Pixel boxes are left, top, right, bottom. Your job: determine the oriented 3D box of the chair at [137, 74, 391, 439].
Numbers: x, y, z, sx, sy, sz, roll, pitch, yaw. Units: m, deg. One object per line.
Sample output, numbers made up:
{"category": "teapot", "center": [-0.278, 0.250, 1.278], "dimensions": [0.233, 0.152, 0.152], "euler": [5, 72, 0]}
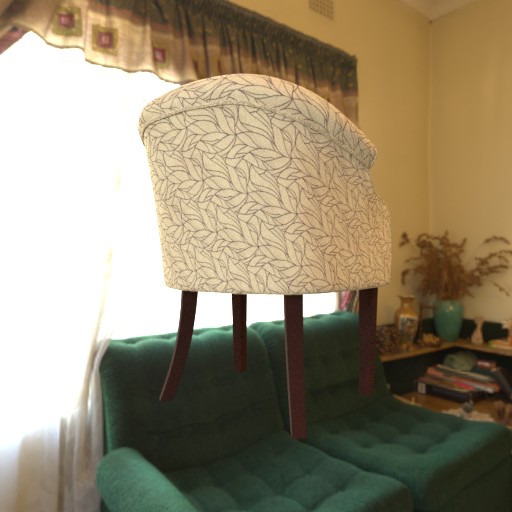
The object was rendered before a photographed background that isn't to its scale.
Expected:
{"category": "chair", "center": [0.000, 0.000, 1.309], "dimensions": [0.686, 0.858, 0.613], "euler": [0, 0, 35]}
